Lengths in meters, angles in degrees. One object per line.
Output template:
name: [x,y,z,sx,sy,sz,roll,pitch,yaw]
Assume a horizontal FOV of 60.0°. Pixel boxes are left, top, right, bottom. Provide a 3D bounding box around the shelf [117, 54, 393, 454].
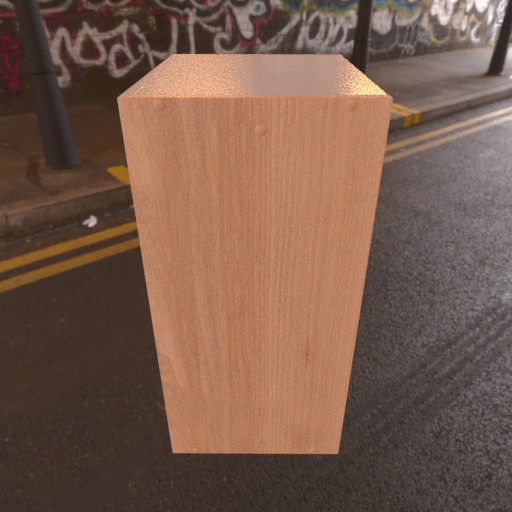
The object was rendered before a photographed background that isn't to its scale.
shelf: [0.000,0.000,0.769,0.290,0.600,0.350,0,31,0]
